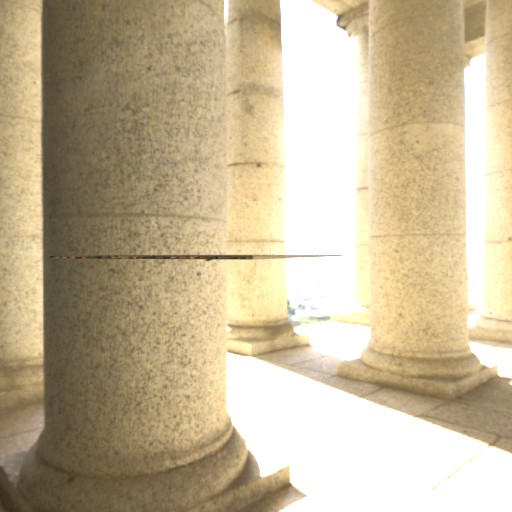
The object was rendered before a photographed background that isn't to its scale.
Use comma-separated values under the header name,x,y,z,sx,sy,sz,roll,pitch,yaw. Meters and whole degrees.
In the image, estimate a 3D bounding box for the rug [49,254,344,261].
name,x,y,z,sx,sy,sz,roll,pitch,yaw
rug,0.000,0.000,2.589,0.729,0.021,2.438,0,0,18
